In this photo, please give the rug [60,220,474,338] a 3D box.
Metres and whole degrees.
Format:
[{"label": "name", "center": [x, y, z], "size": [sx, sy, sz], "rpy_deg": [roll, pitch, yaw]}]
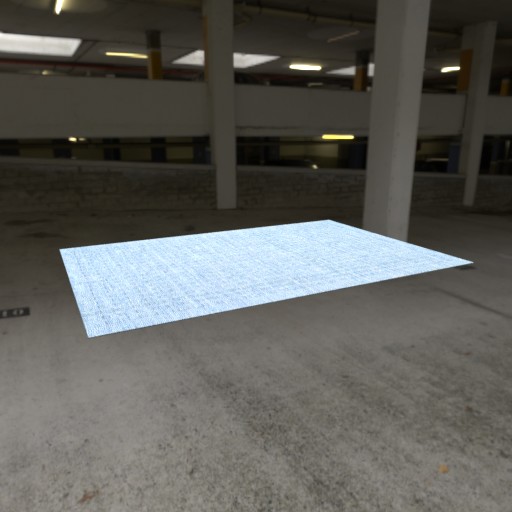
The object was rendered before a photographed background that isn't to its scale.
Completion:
[{"label": "rug", "center": [0.000, 0.000, 2.928], "size": [2.286, 0.006, 1.522], "rpy_deg": [-8, 18, -26]}]
